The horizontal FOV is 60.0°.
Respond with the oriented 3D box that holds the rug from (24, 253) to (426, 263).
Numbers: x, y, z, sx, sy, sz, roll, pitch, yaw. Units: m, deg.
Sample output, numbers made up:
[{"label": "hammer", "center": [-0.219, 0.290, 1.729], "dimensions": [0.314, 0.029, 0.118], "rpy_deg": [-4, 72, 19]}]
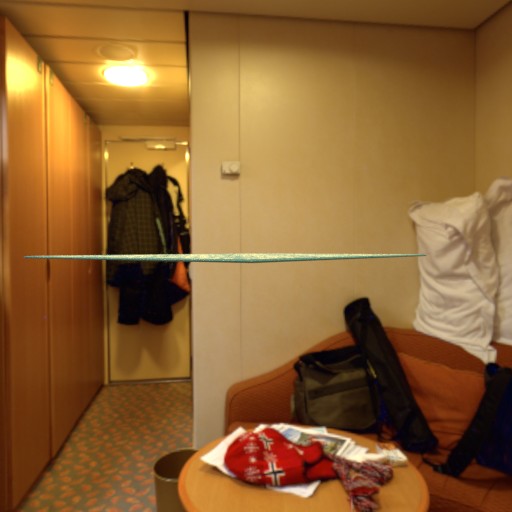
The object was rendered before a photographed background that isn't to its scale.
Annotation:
[{"label": "rug", "center": [0.000, 0.000, 2.868], "dimensions": [1.554, 0.012, 2.205], "rpy_deg": [1, 1, 36]}]
